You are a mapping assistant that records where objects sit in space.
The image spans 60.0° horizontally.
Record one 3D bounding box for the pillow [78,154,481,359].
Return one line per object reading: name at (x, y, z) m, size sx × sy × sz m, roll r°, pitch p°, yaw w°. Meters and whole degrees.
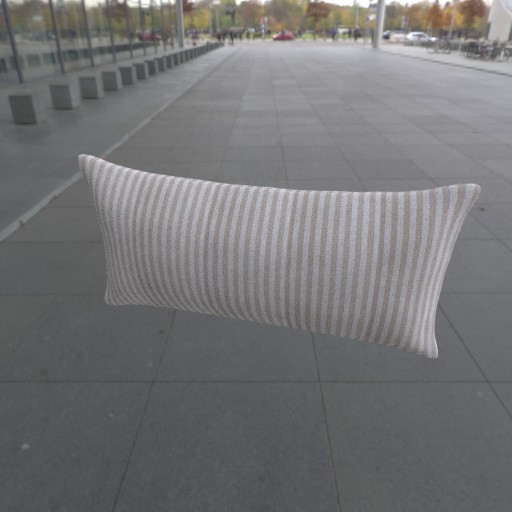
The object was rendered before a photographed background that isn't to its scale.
pillow at (0.000, 0.000, 0.725) m, size 0.617 × 0.295 × 0.151 m, roll 7°, pitch 28°, yaw 14°
